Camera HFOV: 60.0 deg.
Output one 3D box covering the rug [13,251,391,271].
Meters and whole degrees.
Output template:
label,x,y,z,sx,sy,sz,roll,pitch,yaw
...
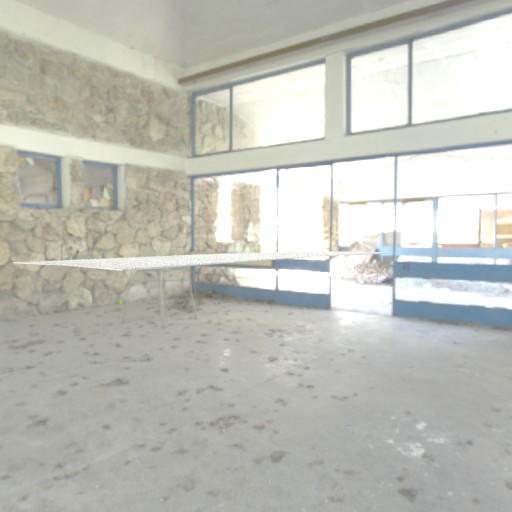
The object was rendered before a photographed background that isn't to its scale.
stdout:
label,x,y,z,sx,sy,sz,roll,pitch,yaw
rug,0.000,0.000,2.532,0.712,0.013,2.346,2,3,37
